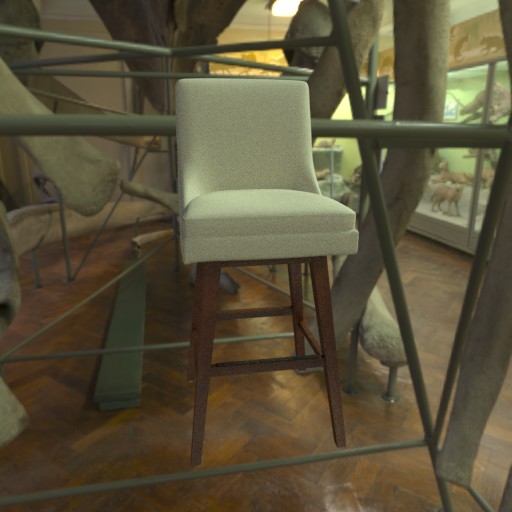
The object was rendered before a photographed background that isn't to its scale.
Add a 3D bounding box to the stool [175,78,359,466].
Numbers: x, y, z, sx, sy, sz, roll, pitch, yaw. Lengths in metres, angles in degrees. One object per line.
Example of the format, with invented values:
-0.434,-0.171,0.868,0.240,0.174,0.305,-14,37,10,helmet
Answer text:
0.000,0.000,1.406,0.470,1.097,0.559,-3,16,-9,stool
